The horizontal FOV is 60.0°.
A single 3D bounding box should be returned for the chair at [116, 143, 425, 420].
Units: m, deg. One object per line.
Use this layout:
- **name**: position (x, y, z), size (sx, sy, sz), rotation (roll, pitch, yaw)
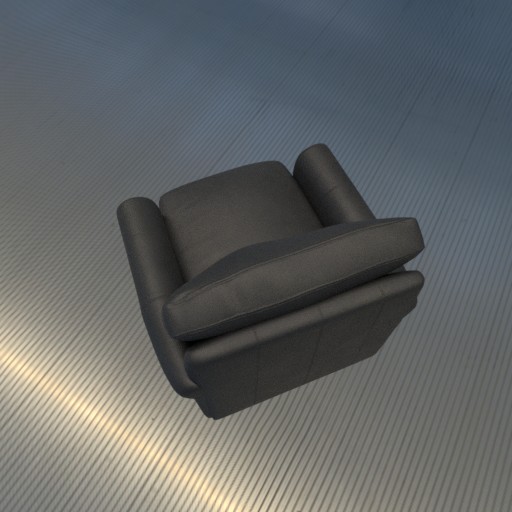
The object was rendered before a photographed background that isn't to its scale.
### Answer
- **chair**: position (0.000, 0.000, 1.821), size (1.015, 0.960, 1.027), rotation (-14, 60, -8)
